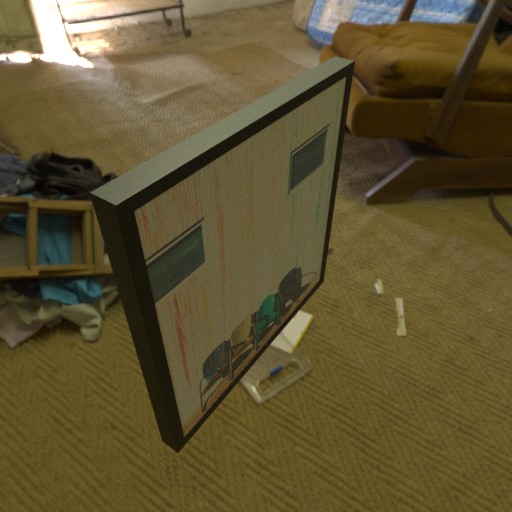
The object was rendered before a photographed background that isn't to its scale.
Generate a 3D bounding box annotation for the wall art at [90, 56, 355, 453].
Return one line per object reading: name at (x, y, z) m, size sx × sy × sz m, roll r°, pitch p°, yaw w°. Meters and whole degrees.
wall art at (0.000, 0.000, 0.744) m, size 0.037 × 0.506 × 0.506 m, roll 25°, pitch 47°, yaw 26°
